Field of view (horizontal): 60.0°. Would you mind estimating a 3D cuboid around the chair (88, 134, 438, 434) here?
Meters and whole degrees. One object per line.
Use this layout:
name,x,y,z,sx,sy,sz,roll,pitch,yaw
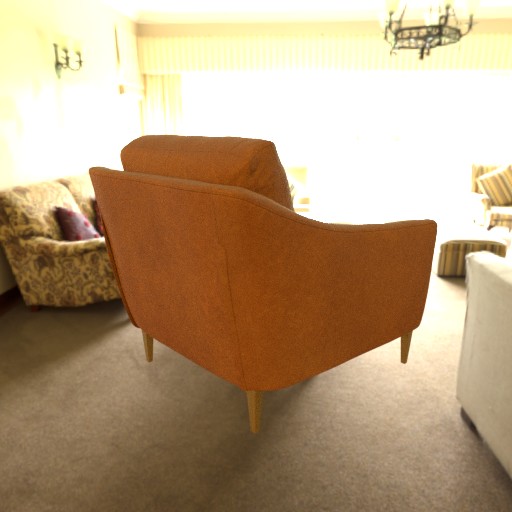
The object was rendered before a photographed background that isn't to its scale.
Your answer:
chair,0.000,0.000,1.685,0.963,0.895,0.988,-16,22,-43
